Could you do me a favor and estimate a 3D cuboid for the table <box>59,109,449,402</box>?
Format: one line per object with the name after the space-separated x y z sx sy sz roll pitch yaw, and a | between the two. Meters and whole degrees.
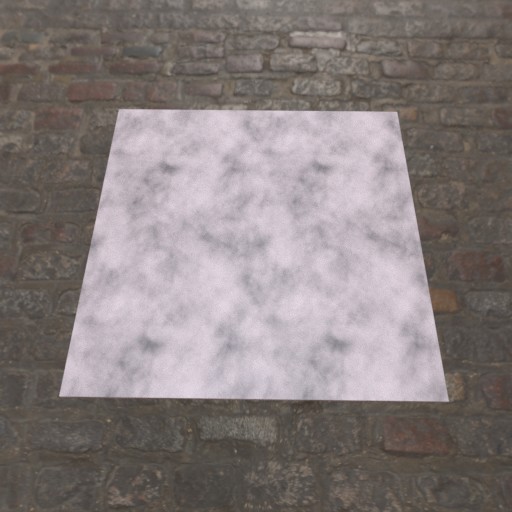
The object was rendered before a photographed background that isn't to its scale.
0.000 0.000 1.349 0.890 0.305 0.890 1 63 0 | table
